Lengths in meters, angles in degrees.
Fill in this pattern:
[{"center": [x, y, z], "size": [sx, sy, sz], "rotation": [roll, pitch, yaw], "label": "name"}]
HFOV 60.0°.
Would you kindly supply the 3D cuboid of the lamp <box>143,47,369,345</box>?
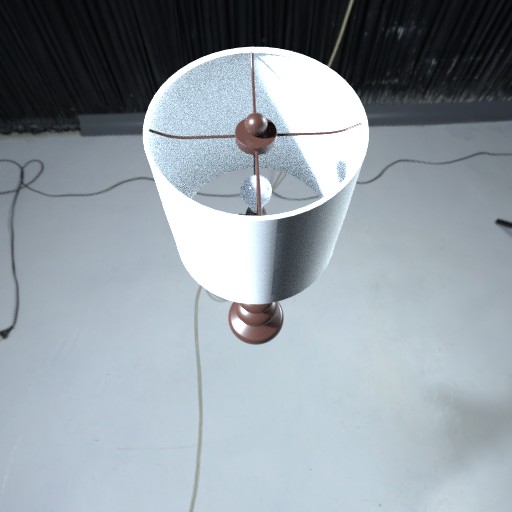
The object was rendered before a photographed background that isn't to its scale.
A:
[{"center": [0.000, 0.000, 0.797], "size": [0.254, 0.690, 0.254], "rotation": [-2, 63, -1], "label": "lamp"}]
